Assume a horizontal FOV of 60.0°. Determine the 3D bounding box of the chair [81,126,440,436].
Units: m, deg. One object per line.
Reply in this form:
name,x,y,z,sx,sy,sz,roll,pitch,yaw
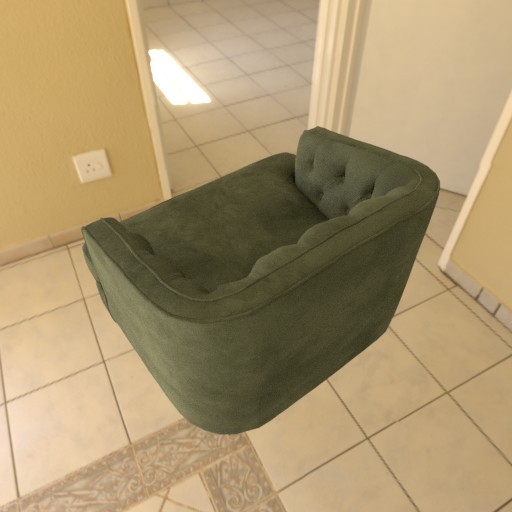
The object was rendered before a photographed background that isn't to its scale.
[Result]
chair,0.000,0.000,1.753,1.104,0.852,0.941,-29,53,-25
